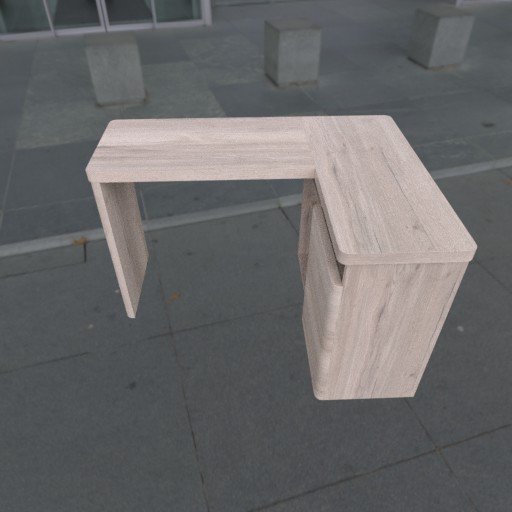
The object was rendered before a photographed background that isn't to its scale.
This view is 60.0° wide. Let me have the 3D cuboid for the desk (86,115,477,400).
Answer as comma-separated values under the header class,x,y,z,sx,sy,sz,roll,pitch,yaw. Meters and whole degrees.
class,x,y,z,sx,sy,sz,roll,pitch,yaw
desk,0.000,0.000,1.759,1.169,0.760,0.900,-2,40,-2
